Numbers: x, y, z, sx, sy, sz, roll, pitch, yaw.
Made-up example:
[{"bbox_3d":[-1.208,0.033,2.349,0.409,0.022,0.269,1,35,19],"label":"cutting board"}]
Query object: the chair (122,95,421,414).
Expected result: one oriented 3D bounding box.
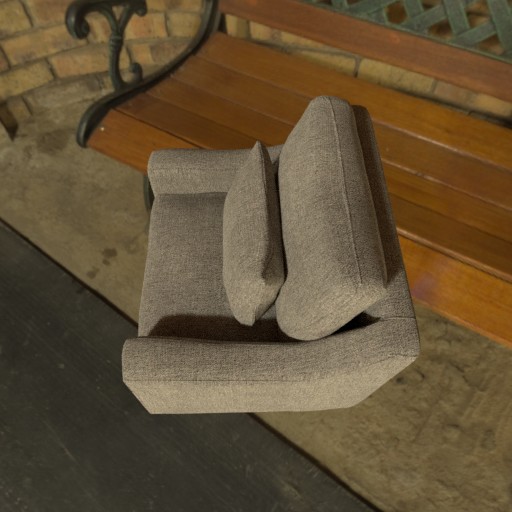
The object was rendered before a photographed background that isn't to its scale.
[{"bbox_3d":[0.000,0.000,1.912,1.009,1.037,1.138,-1,59,-1],"label":"chair"}]
